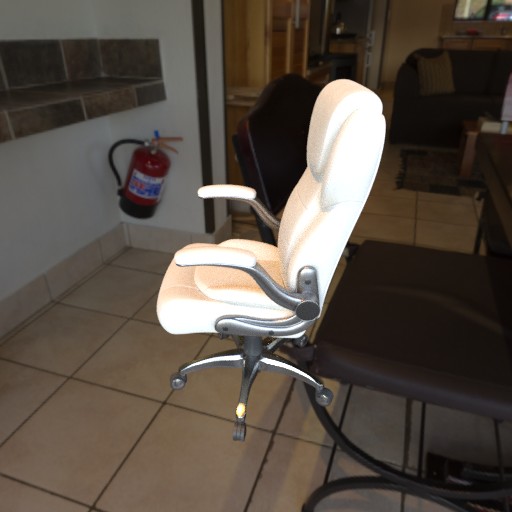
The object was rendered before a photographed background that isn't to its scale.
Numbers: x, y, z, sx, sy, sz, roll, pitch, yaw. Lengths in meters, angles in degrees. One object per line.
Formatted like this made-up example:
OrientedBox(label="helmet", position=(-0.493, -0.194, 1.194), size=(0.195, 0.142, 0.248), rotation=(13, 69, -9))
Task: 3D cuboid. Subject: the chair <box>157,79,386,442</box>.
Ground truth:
OrientedBox(label="chair", position=(0.000, 0.000, 1.822), size=(0.806, 1.330, 0.755), rotation=(0, 27, 0))
